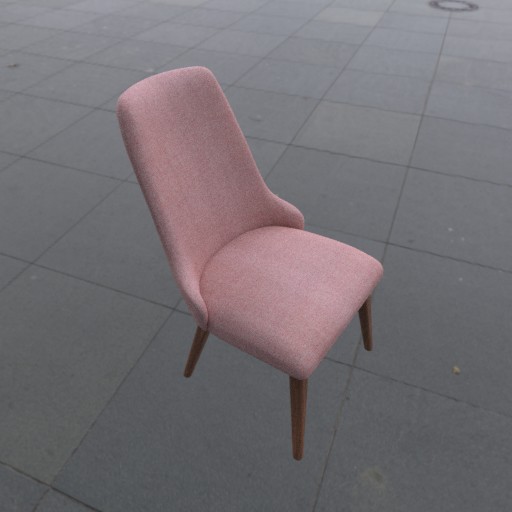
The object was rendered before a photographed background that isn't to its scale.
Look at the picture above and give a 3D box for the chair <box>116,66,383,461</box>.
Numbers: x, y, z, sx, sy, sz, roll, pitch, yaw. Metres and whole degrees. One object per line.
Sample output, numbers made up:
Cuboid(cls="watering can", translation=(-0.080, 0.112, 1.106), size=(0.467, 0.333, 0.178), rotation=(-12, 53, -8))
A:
Cuboid(cls="chair", translation=(0.000, 0.000, 1.333), size=(0.707, 0.918, 0.535), rotation=(27, 48, 27))
